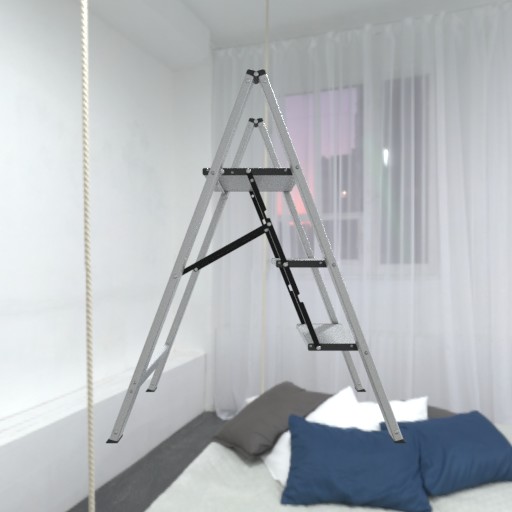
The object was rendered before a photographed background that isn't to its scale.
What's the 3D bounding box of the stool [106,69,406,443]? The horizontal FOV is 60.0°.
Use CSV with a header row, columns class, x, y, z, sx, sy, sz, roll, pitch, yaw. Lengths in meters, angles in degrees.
class,x,y,z,sx,sy,sz,roll,pitch,yaw
stool,0.000,0.000,1.286,0.730,0.902,0.441,0,1,0
